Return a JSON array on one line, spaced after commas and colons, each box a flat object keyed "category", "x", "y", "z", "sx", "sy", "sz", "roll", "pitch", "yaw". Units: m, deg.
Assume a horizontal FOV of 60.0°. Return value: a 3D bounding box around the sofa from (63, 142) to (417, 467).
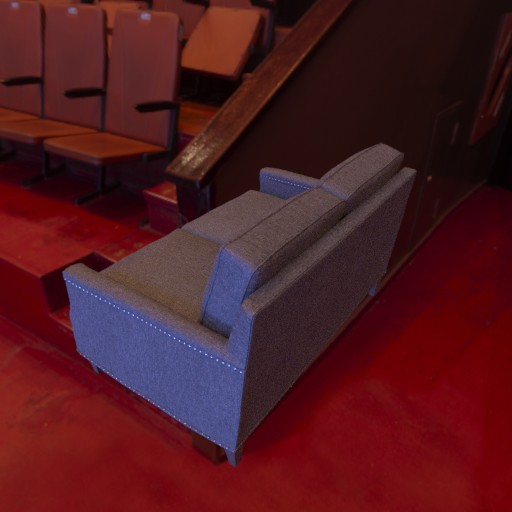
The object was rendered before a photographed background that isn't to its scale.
[{"category": "sofa", "x": 0.000, "y": 0.000, "z": 2.296, "sx": 1.084, "sy": 1.003, "sz": 1.597, "roll": 21, "pitch": 37, "yaw": 30}]
